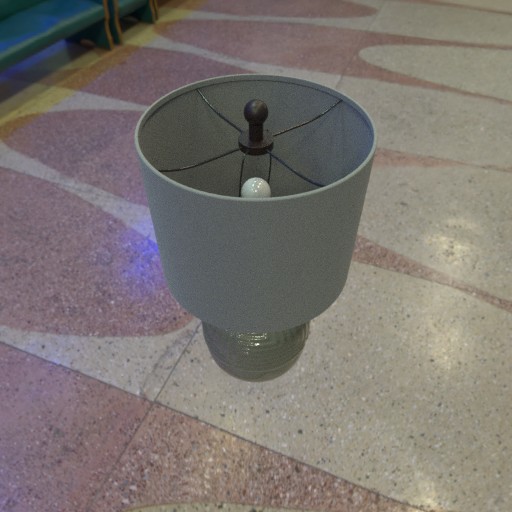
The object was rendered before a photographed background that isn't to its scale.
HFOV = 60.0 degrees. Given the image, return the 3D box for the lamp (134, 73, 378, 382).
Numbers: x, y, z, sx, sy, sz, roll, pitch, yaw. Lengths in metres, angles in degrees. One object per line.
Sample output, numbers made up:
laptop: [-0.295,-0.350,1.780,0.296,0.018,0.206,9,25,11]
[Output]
lamp: [0.000,0.000,0.767,0.318,0.567,0.318,0,46,0]
